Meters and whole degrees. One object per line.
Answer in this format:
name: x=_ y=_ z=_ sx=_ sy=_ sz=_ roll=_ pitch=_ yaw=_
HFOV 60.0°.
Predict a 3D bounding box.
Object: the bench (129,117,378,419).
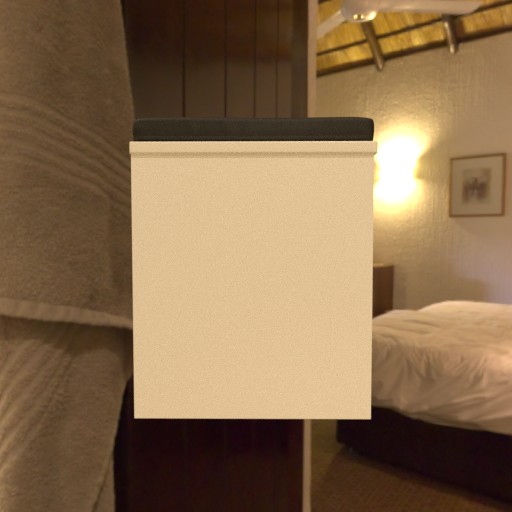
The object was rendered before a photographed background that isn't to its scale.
bench: x=0.000 y=0.000 z=1.169 sx=0.401 sy=0.500 sz=0.899 roll=0 pitch=3 yaw=1
